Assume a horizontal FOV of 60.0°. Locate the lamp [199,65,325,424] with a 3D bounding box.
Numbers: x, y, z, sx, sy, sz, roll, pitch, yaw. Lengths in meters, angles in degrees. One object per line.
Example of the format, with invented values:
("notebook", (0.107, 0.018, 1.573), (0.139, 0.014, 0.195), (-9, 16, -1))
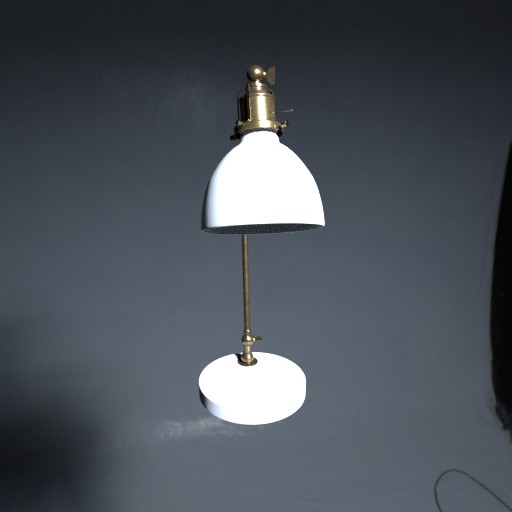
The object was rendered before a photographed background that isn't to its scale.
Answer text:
("lamp", (0.000, 0.000, 0.663), (0.186, 0.522, 0.317), (-2, 16, -8))
